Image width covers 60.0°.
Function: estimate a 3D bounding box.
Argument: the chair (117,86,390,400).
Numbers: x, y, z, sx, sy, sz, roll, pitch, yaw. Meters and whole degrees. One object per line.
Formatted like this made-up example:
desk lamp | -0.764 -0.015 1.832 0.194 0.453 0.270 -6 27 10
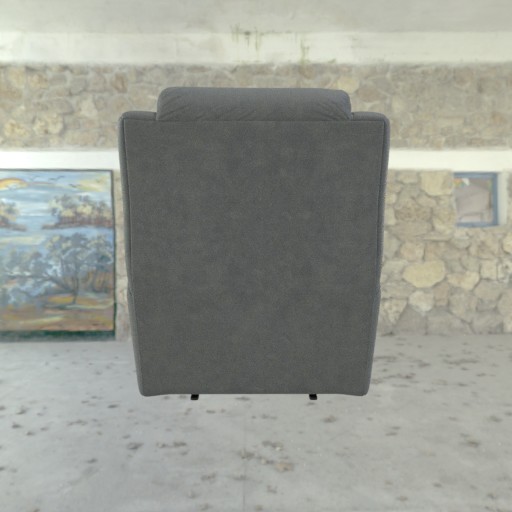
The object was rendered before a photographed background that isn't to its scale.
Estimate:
chair | 0.000 0.000 1.907 0.967 1.116 1.068 0 0 0
